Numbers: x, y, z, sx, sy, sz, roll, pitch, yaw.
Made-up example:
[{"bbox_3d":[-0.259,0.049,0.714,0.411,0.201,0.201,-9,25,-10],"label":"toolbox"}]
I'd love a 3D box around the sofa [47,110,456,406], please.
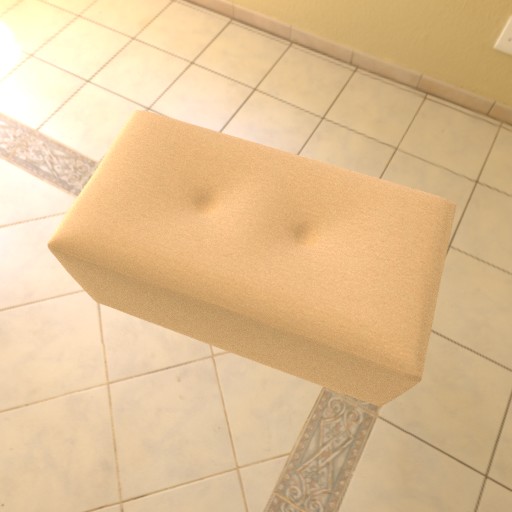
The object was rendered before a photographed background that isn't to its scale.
[{"bbox_3d":[0.000,0.000,1.237,0.930,0.470,0.480,18,65,9],"label":"sofa"}]
